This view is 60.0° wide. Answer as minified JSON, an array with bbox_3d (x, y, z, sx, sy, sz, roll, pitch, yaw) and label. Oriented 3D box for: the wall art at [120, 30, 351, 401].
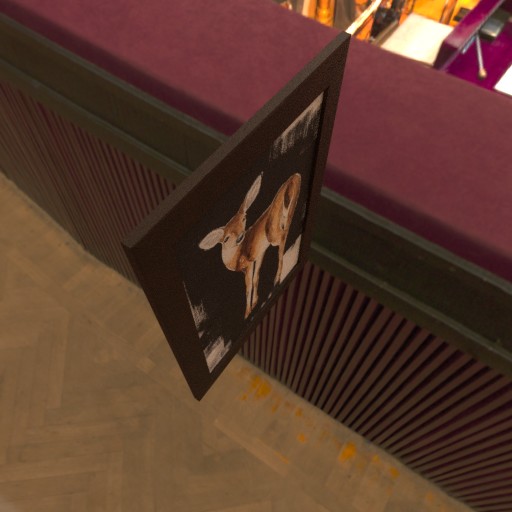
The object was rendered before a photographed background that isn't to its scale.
[{"bbox_3d":[0.000,0.000,0.649,0.013,0.508,0.359,32,64,18],"label":"wall art"}]
